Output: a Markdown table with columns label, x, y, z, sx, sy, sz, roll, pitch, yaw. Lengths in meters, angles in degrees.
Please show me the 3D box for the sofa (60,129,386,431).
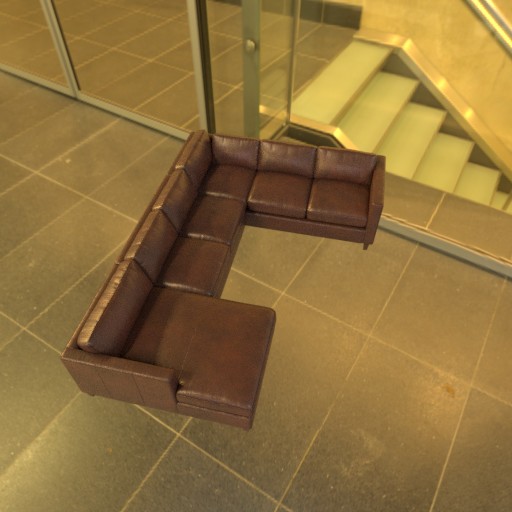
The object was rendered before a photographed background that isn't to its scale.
| label | x | y | z | sx | sy | sz | roll | pitch | yaw |
| --- | --- | --- | --- | --- | --- | --- | --- | --- | --- |
| sofa | 0.000 | 0.000 | 4.610 | 2.452 | 0.891 | 3.324 | 9 | 48 | 8 |
